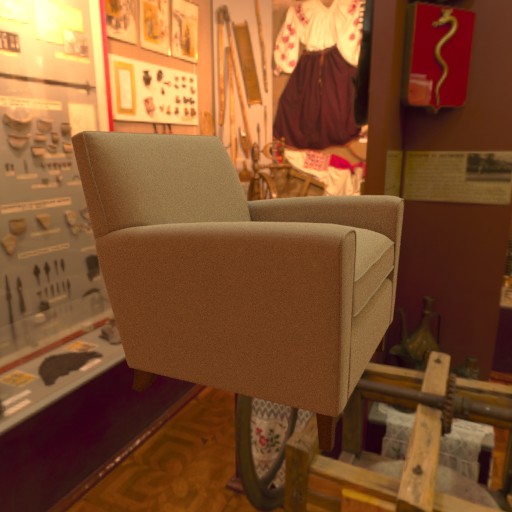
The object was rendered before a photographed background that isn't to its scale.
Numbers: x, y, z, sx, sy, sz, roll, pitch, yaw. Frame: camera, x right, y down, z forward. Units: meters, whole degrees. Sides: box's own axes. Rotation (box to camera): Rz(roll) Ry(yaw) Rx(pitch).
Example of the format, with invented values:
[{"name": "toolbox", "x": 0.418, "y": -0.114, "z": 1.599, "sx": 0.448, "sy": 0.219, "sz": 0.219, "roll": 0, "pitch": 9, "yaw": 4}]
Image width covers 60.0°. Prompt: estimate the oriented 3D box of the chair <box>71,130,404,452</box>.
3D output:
[{"name": "chair", "x": 0.000, "y": 0.000, "z": 1.573, "sx": 0.871, "sy": 0.846, "sz": 0.840, "roll": 7, "pitch": 15, "yaw": 26}]
